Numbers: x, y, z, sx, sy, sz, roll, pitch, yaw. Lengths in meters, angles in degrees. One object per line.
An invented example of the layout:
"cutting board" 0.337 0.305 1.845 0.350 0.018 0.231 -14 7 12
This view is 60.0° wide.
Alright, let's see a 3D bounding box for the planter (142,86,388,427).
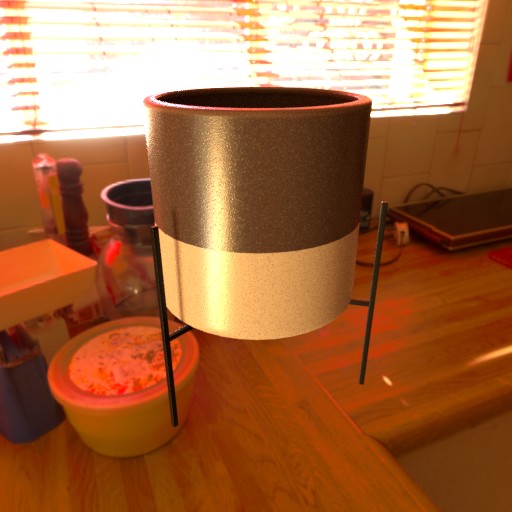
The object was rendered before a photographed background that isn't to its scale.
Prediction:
"planter" 0.000 0.000 0.520 0.250 0.353 0.260 17 31 32
